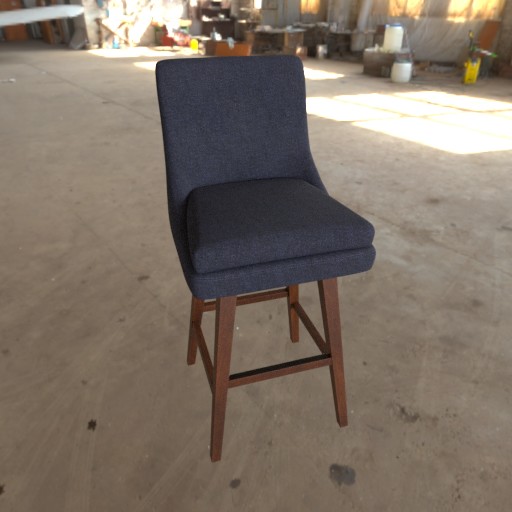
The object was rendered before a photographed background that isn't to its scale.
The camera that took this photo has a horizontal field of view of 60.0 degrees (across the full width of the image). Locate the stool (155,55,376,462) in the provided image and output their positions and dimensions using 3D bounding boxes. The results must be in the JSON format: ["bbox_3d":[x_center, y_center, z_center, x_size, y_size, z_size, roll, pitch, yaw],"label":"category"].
[{"bbox_3d":[0.000,0.000,1.354,0.489,1.068,0.572,-9,31,-15],"label":"stool"}]
